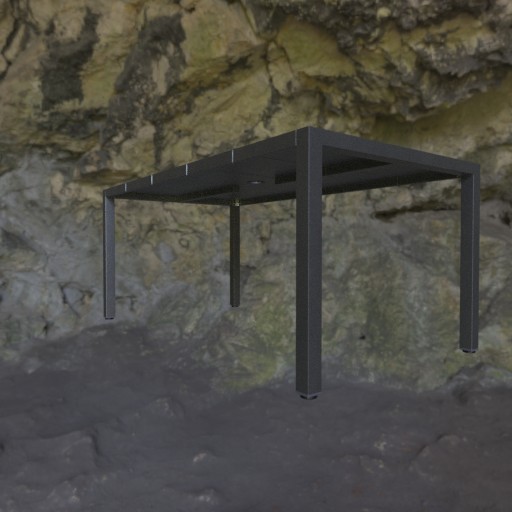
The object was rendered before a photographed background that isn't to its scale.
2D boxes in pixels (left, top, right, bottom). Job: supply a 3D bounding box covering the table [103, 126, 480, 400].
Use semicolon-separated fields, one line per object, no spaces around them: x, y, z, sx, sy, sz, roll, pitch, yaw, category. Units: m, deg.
0.000;0.000;2.120;0.914;0.735;1.680;-1;2;-37;table
